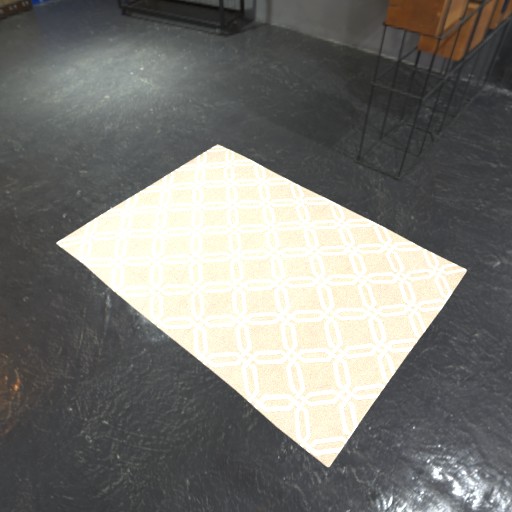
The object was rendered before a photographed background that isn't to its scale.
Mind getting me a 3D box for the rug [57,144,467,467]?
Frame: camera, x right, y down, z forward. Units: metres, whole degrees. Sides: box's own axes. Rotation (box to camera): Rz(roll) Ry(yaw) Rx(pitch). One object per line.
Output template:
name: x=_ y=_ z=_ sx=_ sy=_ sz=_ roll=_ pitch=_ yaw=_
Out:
rug: x=0.000 y=0.000 z=2.798 sx=2.135 sy=0.013 sz=1.524 roll=32 pitch=55 yaw=26
